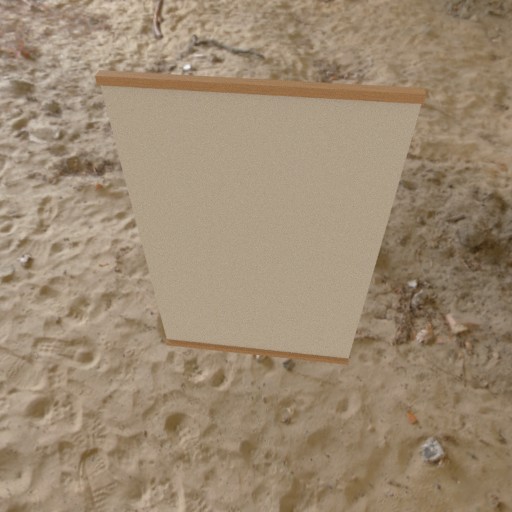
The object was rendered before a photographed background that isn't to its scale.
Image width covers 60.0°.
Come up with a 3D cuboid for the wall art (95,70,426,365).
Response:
[{"bbox_3d":[0.000,0.000,1.875,0.991,1.510,0.040,5,46,5],"label":"wall art"}]
